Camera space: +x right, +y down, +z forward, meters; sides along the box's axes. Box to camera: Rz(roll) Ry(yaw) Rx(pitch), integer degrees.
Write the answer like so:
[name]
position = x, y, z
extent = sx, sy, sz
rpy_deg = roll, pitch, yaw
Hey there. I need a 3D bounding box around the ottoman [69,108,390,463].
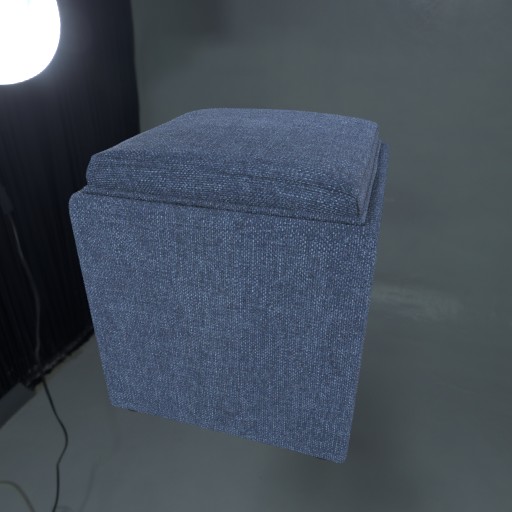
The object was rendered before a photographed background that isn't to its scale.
[ottoman]
position = 0.000, 0.000, 0.846
extent = 0.436, 0.493, 0.454
rpy_deg = 8, 30, 15
